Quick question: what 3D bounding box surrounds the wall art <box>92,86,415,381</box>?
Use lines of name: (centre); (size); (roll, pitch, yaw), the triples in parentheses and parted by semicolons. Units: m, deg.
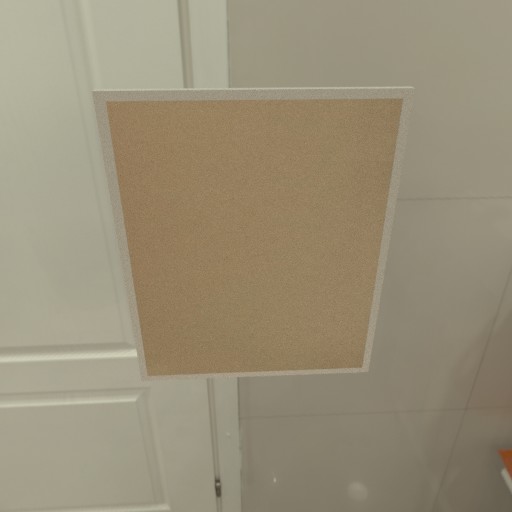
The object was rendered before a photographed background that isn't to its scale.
wall art: (0.000, 0.000, 0.639); (0.382, 0.456, 0.013); (-2, 29, -3)
